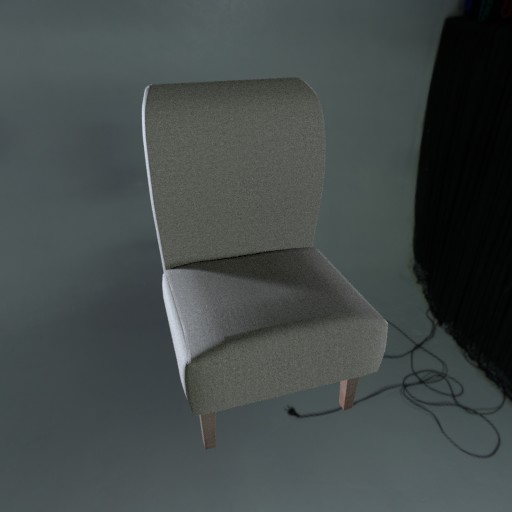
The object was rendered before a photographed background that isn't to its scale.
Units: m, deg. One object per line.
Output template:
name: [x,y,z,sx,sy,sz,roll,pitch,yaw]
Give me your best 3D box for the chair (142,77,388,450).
chair: [0.000,0.000,1.190,0.513,0.804,0.592,-10,32,-16]
